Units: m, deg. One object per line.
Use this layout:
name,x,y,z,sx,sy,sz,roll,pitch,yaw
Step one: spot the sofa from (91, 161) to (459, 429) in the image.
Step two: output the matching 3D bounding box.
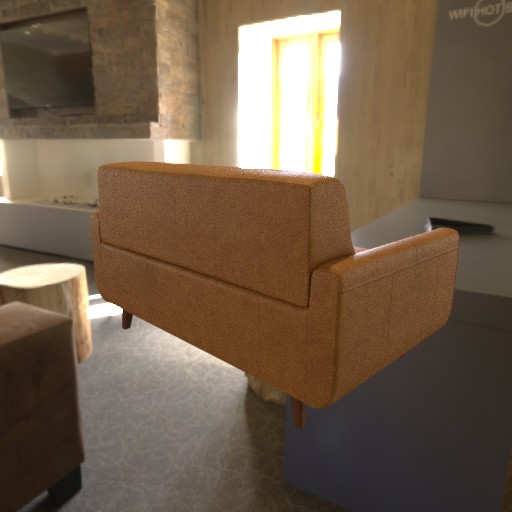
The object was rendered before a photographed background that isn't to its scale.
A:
sofa,0.000,0.000,2.236,1.651,0.925,0.952,14,20,43
